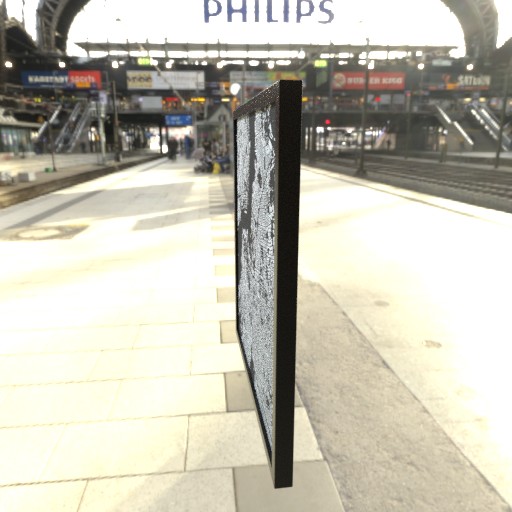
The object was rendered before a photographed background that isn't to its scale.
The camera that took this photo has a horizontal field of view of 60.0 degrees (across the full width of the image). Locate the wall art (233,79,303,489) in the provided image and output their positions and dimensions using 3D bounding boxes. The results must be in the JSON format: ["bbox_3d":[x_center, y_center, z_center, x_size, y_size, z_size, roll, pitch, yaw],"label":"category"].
[{"bbox_3d":[0.000,0.000,1.147,0.038,0.761,0.755,-2,15,-8],"label":"wall art"}]
